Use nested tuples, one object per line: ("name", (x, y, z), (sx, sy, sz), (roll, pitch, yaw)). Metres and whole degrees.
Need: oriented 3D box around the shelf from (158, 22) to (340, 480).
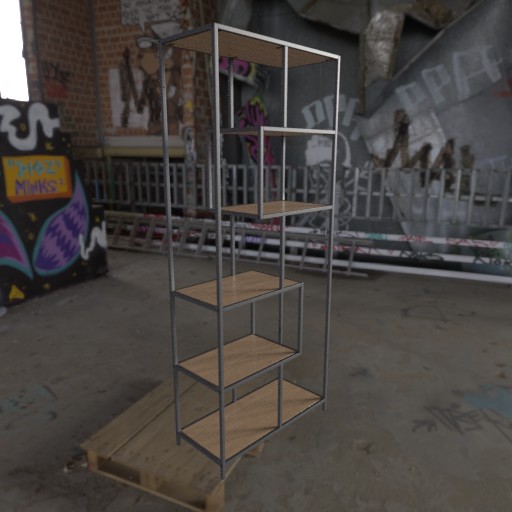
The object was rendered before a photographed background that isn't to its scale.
("shelf", (0.000, 0.000, 2.133), (0.350, 1.850, 0.770), (13, 18, 43))
